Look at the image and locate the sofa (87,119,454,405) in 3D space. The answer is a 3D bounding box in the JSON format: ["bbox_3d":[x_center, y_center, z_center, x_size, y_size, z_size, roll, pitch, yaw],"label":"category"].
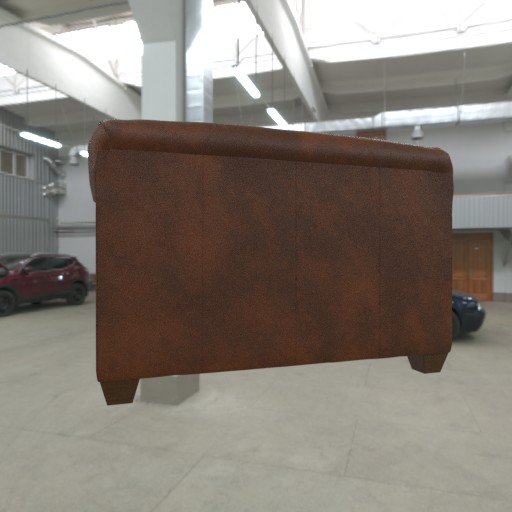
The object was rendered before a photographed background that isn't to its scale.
[{"bbox_3d":[0.000,0.000,2.045,1.413,0.956,1.000,0,0,-18],"label":"sofa"}]
